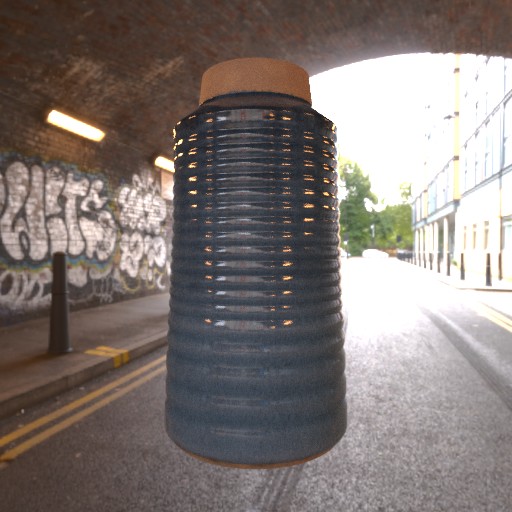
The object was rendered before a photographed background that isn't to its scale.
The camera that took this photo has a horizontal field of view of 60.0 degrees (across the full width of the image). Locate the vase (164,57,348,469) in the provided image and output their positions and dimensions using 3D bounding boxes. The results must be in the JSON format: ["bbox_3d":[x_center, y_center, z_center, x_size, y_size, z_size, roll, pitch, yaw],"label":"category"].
[{"bbox_3d":[0.000,0.000,0.400,0.163,0.316,0.163,0,1,0],"label":"vase"}]
